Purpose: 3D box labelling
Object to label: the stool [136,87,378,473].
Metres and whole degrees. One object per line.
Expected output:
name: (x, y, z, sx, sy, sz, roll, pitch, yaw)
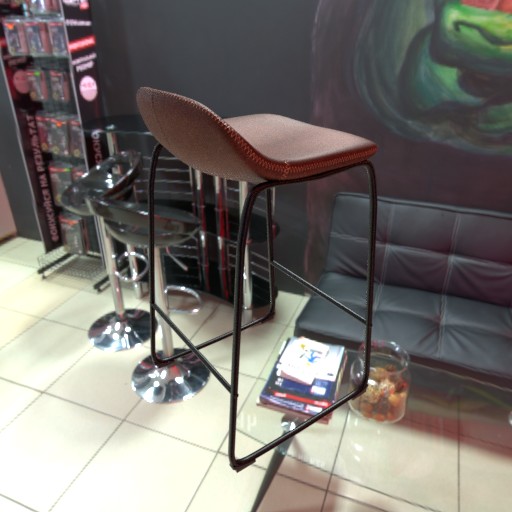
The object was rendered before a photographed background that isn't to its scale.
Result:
stool: (0.000, 0.000, 1.123, 0.473, 0.830, 0.454, -19, 33, -31)
